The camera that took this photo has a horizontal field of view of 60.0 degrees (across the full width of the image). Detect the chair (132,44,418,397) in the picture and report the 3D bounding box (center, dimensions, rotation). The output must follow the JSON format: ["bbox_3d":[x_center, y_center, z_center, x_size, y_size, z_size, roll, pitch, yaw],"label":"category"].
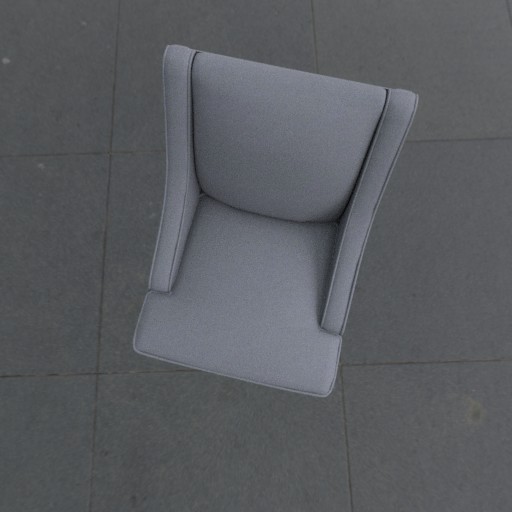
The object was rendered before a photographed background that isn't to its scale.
[{"bbox_3d":[0.000,0.000,1.381,0.631,0.867,0.747,13,75,3],"label":"chair"}]
